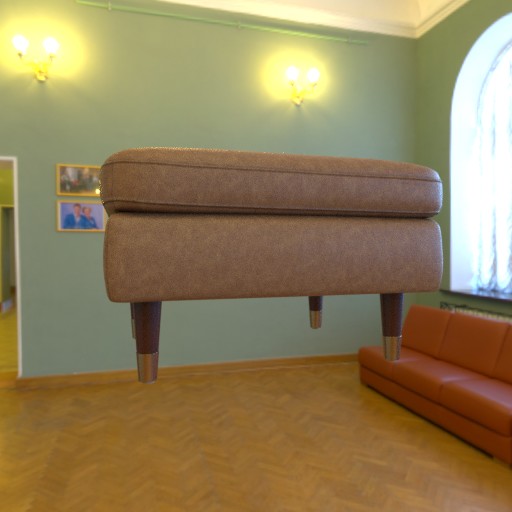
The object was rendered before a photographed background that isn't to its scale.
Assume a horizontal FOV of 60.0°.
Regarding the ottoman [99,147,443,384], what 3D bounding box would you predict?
[{"bbox_3d":[0.000,0.000,1.135,0.747,0.478,0.593,0,1,-17],"label":"ottoman"}]
